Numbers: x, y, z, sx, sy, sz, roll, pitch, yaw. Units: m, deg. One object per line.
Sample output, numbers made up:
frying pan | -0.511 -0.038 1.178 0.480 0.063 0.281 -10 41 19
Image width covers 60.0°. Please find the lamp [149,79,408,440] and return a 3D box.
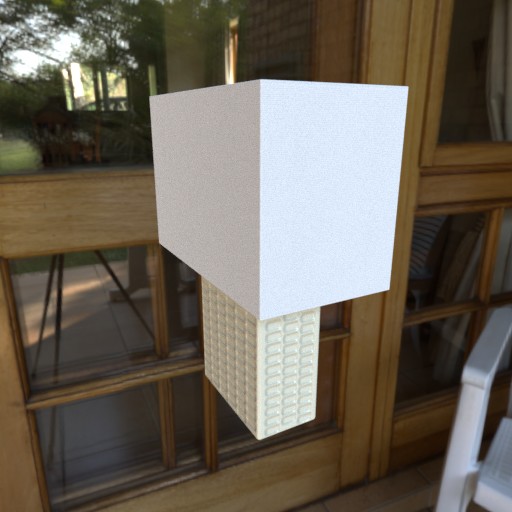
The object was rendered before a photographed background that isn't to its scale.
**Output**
lamp | 0.000 0.000 0.703 0.200 0.515 0.380 -9 19 -28
